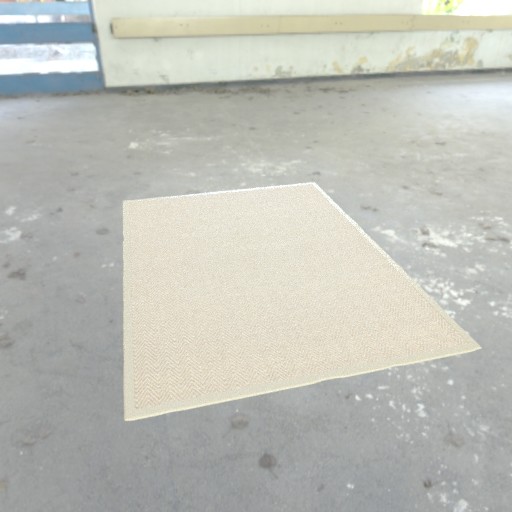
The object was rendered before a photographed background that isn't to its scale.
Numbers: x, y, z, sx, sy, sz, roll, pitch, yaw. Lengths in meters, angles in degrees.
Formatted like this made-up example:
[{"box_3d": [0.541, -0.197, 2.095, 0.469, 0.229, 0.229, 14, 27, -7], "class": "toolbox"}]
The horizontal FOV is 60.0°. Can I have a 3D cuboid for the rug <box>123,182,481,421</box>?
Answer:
[{"box_3d": [0.000, 0.000, 4.708, 2.734, 0.037, 3.659, -8, 32, -12], "class": "rug"}]
